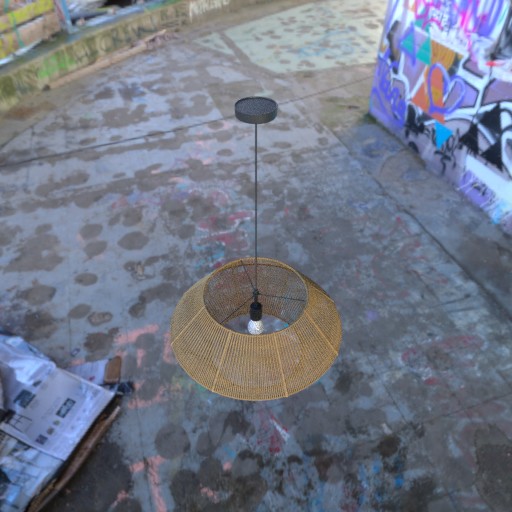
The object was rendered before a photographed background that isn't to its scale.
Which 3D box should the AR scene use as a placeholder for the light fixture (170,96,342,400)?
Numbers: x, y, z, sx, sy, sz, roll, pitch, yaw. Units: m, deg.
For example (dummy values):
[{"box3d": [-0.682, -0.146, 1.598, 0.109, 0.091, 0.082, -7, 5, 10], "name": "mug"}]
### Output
[{"box3d": [0.000, 0.000, 1.433, 0.643, 1.009, 0.643, 0, 43, 0], "name": "light fixture"}]
